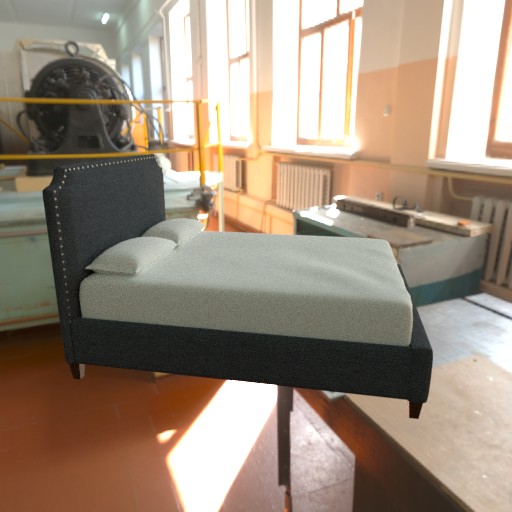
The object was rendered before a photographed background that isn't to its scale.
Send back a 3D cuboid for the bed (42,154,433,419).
[{"bbox_3d":[0.000,0.000,3.425,2.372,1.443,1.713,3,16,11],"label":"bed"}]
